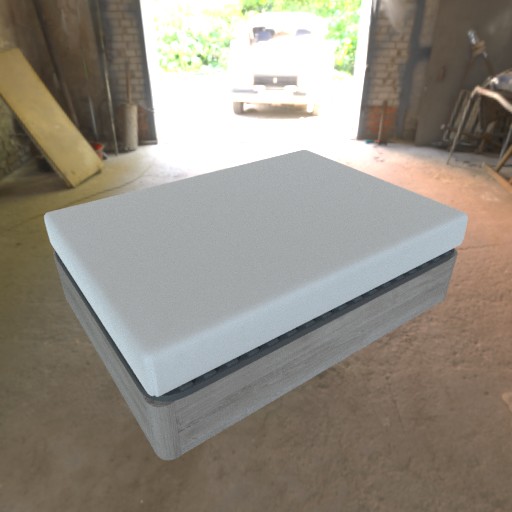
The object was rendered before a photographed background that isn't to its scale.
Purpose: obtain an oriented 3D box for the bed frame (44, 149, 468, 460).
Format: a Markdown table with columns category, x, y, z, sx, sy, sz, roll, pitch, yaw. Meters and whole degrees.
| category | x | y | z | sx | sy | sz | roll | pitch | yaw |
| --- | --- | --- | --- | --- | --- | --- | --- | --- | --- |
| bed frame | 0.000 | 0.000 | 2.548 | 1.900 | 0.561 | 1.400 | -21 | 37 | -30 |
